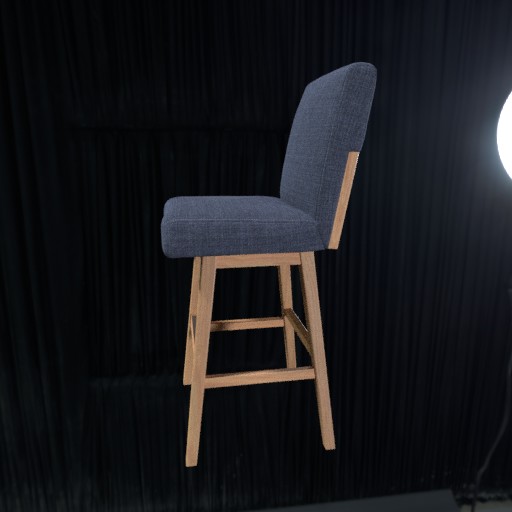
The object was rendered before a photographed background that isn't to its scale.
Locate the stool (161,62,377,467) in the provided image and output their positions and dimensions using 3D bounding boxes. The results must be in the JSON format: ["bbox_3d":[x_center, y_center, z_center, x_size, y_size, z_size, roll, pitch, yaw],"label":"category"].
[{"bbox_3d":[0.000,0.000,1.409,0.570,1.112,0.483,-2,14,-10],"label":"stool"}]
